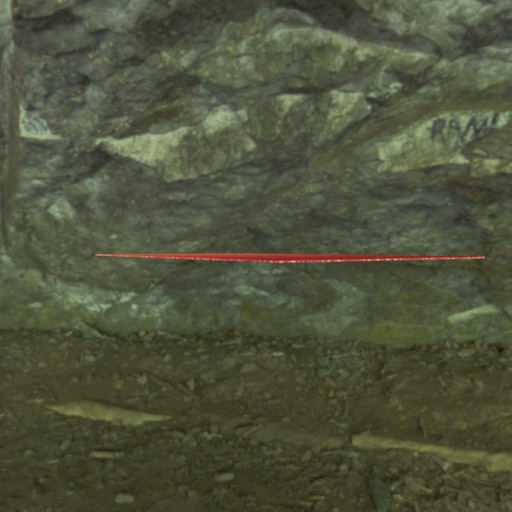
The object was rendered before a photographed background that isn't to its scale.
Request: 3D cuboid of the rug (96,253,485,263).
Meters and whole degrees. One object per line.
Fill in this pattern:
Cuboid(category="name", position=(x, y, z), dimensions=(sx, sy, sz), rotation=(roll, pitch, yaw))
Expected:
Cuboid(category="rug", position=(0.000, 0.000, 3.117), dimensions=(1.531, 0.010, 2.442), rotation=(-1, 1, -36))
